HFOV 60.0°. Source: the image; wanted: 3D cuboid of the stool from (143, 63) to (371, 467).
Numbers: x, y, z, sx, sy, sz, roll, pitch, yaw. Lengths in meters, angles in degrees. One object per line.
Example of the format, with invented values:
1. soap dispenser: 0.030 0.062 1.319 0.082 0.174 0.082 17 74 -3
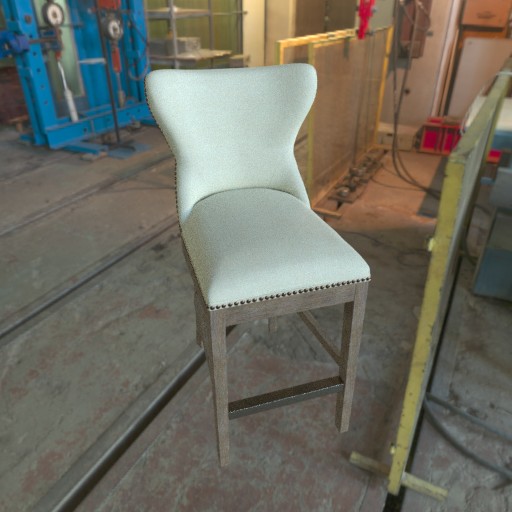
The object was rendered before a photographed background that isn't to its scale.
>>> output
1. stool: 0.000 0.000 1.305 0.498 0.981 0.608 -9 32 -15
